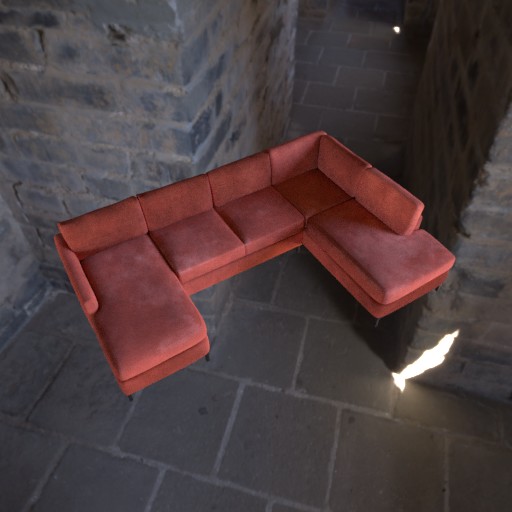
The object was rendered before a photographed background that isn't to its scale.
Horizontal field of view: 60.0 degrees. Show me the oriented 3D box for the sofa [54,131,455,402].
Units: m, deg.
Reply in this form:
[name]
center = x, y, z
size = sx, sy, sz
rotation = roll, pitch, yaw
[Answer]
[sofa]
center = 0.000, 0.000, 3.942
size = 2.971, 0.858, 1.981
rotation = -24, 51, -21
